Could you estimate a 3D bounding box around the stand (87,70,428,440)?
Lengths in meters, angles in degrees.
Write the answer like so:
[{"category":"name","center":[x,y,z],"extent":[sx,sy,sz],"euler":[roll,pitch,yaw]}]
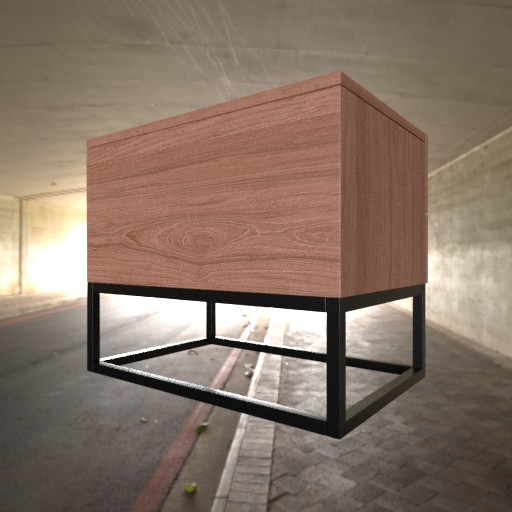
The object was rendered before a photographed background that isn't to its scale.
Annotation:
[{"category":"stand","center":[0.000,0.000,0.944],"extent":[0.600,0.500,0.420],"euler":[0,0,37]}]
